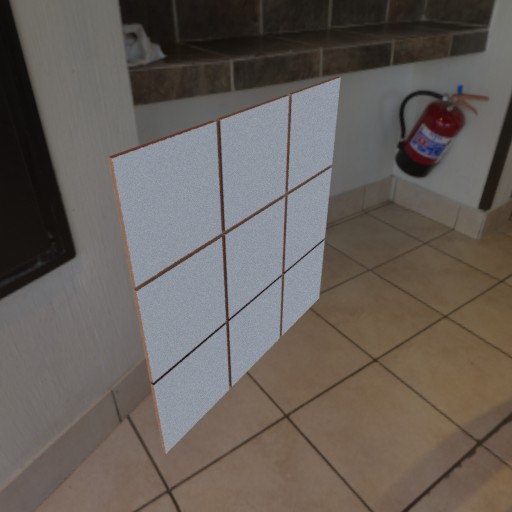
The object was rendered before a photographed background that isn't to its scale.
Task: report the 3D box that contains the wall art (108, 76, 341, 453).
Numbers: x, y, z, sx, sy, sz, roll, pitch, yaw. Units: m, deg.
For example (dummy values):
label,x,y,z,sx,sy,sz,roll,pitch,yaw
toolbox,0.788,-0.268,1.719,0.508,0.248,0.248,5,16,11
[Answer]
label,x,y,z,sx,sy,sz,roll,pitch,yaw
wall art,0.000,0.000,1.886,0.017,1.246,1.256,22,39,30
